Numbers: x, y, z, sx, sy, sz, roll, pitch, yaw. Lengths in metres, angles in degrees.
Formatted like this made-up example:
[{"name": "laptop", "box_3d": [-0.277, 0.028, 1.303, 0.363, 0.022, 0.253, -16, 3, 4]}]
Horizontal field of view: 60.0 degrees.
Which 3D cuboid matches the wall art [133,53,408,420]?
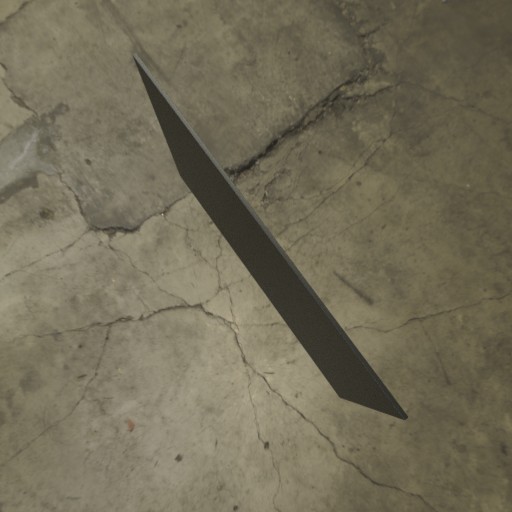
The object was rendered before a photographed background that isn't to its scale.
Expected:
[{"name": "wall art", "box_3d": [0.000, 0.000, 1.524, 0.013, 0.811, 1.192, -34, 78, -8]}]
